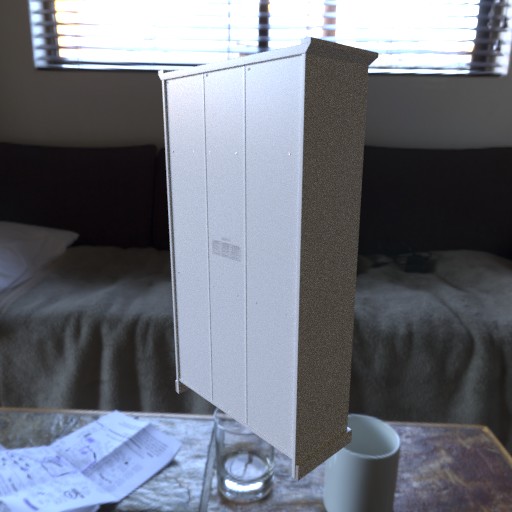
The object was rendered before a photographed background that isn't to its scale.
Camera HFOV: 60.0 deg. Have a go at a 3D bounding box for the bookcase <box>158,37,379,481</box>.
[{"bbox_3d":[0.000,0.000,2.322,0.432,1.880,1.050,-13,19,-41],"label":"bookcase"}]
